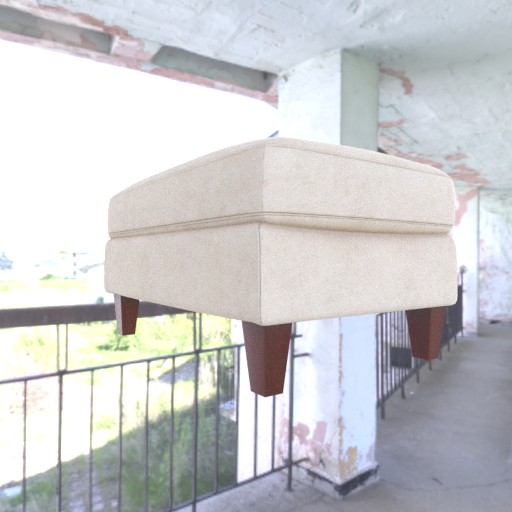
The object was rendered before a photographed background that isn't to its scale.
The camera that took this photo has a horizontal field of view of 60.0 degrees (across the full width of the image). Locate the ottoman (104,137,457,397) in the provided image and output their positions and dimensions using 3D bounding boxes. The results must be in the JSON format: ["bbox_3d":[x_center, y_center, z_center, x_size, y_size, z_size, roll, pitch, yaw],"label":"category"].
[{"bbox_3d":[0.000,0.000,1.212,0.584,0.483,0.864,0,0,-35],"label":"ottoman"}]
